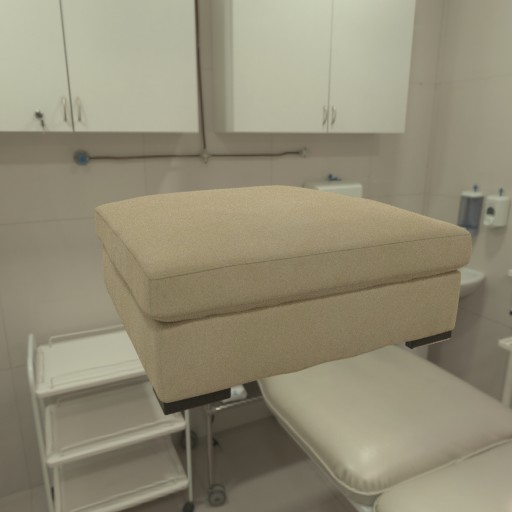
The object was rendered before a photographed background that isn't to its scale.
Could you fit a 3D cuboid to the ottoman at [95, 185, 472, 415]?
[{"bbox_3d":[0.000,0.000,1.899,1.190,0.522,1.205,-7,17,-25],"label":"ottoman"}]
